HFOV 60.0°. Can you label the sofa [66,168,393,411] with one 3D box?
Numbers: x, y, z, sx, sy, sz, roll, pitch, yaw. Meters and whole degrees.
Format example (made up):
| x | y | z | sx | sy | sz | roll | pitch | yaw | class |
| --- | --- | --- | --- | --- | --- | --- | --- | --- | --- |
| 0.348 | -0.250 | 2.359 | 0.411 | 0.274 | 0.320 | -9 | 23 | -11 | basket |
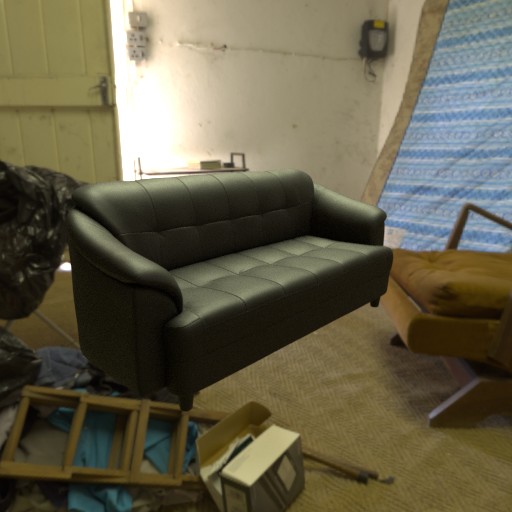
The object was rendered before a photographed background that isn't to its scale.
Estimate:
| x | y | z | sx | sy | sz | roll | pitch | yaw | class |
| --- | --- | --- | --- | --- | --- | --- | --- | --- | --- |
| 0.000 | 0.000 | 2.323 | 0.800 | 0.811 | 1.829 | 13 | 20 | 41 | sofa |
